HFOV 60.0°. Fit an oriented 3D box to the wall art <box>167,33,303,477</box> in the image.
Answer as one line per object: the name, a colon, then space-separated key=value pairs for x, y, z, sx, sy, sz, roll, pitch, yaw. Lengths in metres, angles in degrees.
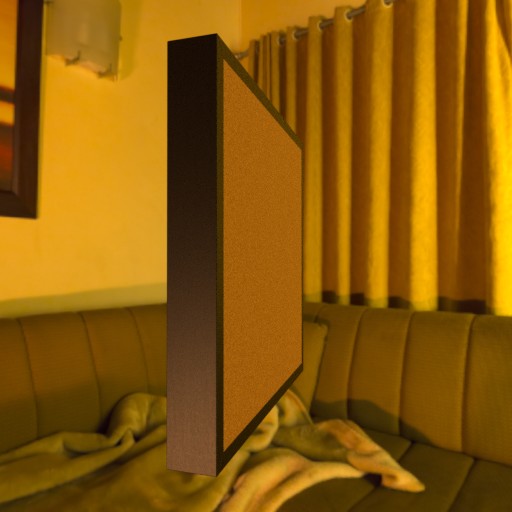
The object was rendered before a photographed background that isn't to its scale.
wall art: x=0.000 y=0.000 z=0.453 sx=0.038 sy=0.304 sz=0.304 roll=0 pitch=0 yaw=17
